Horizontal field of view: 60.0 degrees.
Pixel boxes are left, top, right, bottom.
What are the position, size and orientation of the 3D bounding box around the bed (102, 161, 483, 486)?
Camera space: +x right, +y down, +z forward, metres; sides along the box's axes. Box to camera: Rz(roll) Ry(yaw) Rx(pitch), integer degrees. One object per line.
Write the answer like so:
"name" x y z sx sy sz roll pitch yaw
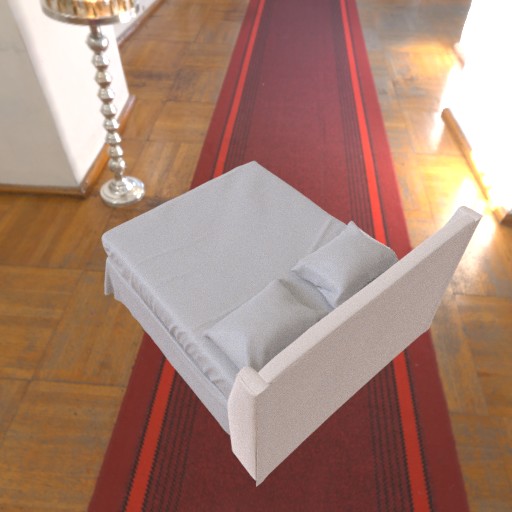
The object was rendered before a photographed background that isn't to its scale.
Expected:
"bed" 0.000 0.000 3.450 1.925 1.332 2.276 -31 54 -26
